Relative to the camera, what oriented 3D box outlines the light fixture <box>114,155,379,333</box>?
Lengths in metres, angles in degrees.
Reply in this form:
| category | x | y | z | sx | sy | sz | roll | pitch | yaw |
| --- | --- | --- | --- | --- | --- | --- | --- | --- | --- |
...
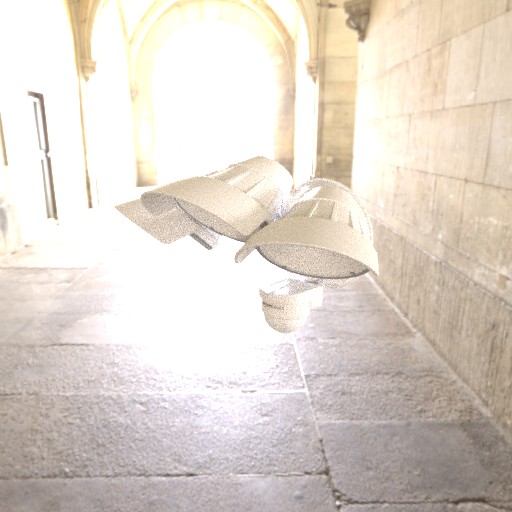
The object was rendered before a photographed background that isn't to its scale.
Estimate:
| category | x | y | z | sx | sy | sz | roll | pitch | yaw |
| --- | --- | --- | --- | --- | --- | --- | --- | --- | --- |
| light fixture | 0.000 | 0.000 | 0.536 | 0.369 | 0.237 | 0.278 | 14 | 20 | 41 |
